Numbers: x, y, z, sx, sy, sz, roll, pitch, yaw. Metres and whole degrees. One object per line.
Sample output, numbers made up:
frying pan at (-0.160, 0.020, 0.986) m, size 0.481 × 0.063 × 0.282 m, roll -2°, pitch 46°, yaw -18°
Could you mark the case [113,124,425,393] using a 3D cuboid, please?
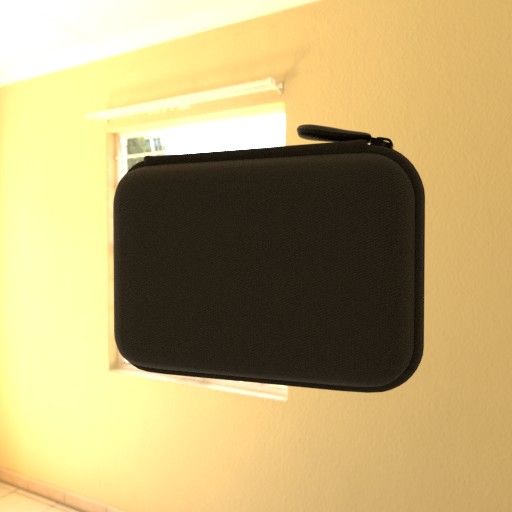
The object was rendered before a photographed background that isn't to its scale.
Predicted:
case at (0.000, 0.000, 0.185) m, size 0.132 × 0.105 × 0.038 m, roll 0°, pitch 1°, yaw 17°
